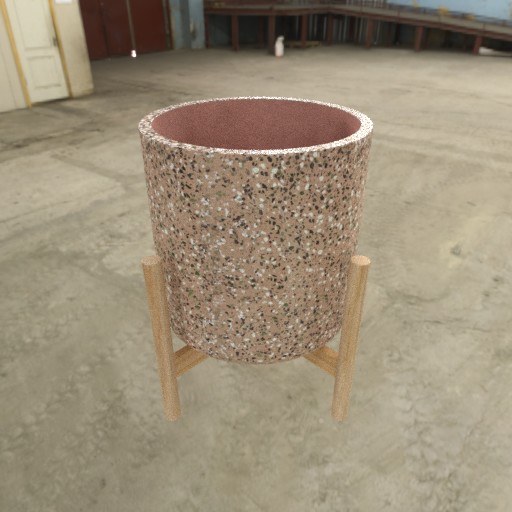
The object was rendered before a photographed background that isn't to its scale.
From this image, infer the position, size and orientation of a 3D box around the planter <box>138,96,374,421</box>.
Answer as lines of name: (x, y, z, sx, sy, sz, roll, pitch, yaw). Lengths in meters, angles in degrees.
planter: (0.000, 0.000, 0.691, 0.360, 0.419, 0.360, -12, 32, -19)
